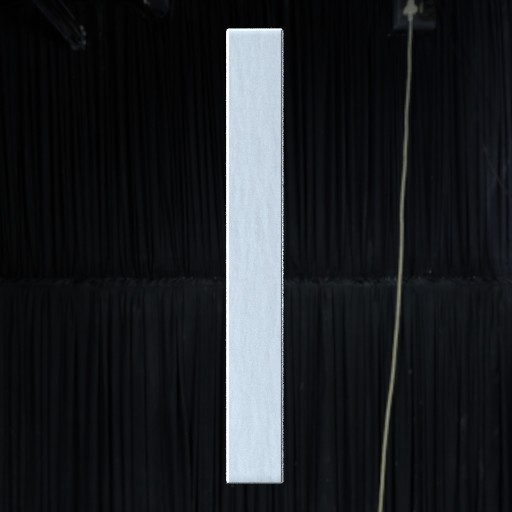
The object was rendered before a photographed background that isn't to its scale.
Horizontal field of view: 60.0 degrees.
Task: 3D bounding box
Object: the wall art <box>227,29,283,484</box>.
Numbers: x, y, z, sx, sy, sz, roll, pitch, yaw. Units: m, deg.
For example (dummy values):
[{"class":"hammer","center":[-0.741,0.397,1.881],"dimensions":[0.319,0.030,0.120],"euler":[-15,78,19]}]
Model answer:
[{"class":"wall art","center":[0.000,0.000,0.448],"dimensions":[0.038,0.305,0.305],"euler":[0,0,0]}]
